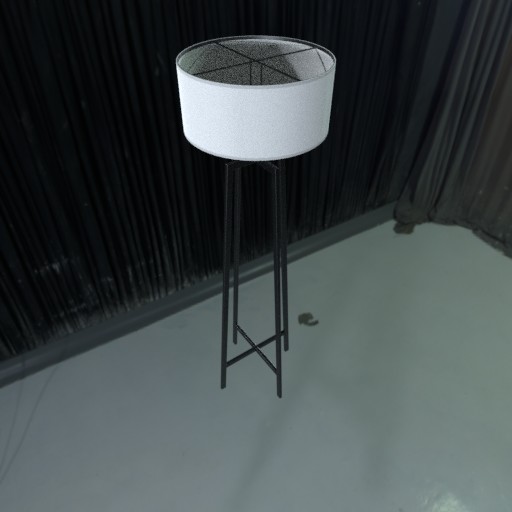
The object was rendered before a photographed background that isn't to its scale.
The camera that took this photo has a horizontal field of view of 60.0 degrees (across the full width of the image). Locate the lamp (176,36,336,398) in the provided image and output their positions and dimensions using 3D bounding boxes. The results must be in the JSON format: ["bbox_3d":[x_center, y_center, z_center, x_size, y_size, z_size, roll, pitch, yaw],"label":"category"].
[{"bbox_3d":[0.000,0.000,1.771,0.456,1.510,0.457,-25,46,-26],"label":"lamp"}]
